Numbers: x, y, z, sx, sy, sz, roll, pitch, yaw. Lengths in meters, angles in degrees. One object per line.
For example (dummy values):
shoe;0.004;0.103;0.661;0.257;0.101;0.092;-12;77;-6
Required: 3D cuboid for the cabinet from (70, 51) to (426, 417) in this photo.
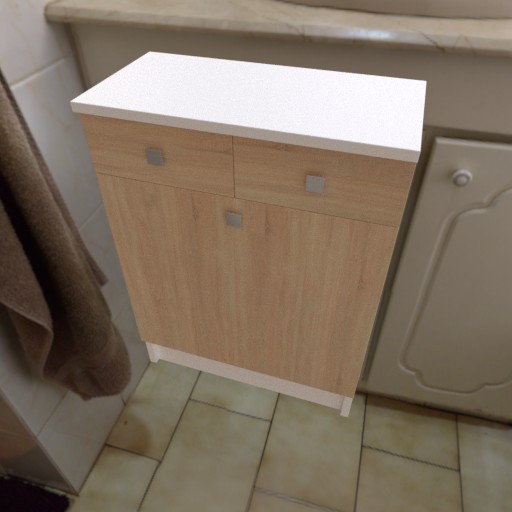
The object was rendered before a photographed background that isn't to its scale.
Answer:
cabinet;0.000;0.000;1.090;0.600;0.815;0.296;12;43;13
